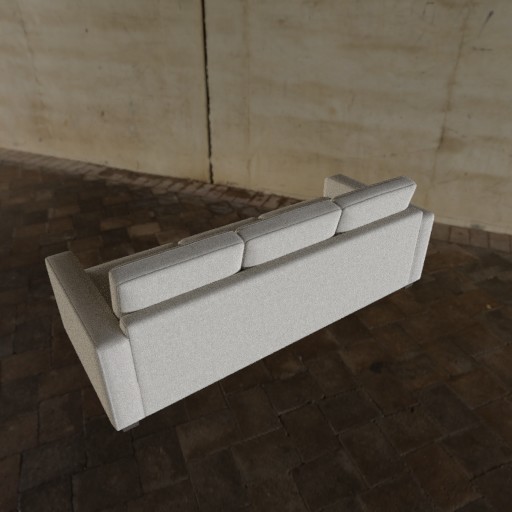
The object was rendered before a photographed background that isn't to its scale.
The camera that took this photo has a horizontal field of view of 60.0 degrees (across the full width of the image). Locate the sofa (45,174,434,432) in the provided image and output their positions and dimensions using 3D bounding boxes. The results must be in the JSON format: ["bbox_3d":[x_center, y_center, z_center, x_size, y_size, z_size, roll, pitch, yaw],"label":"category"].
[{"bbox_3d":[0.000,0.000,2.659,2.160,0.800,0.900,-20,37,-29],"label":"sofa"}]
